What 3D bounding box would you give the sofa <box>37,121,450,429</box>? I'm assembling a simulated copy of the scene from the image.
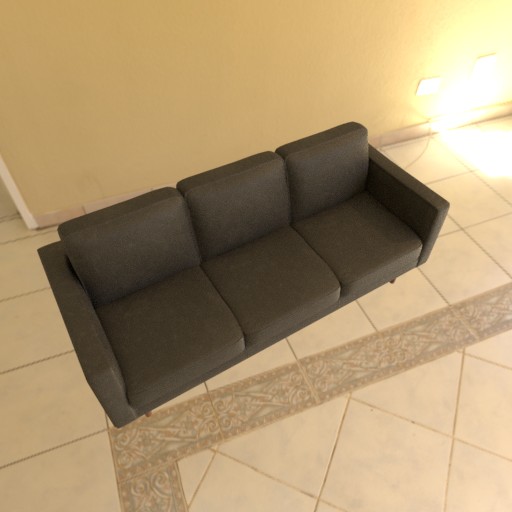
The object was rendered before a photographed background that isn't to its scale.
[{"bbox_3d":[0.000,0.000,2.471,2.029,0.899,0.879,-24,52,-20],"label":"sofa"}]
